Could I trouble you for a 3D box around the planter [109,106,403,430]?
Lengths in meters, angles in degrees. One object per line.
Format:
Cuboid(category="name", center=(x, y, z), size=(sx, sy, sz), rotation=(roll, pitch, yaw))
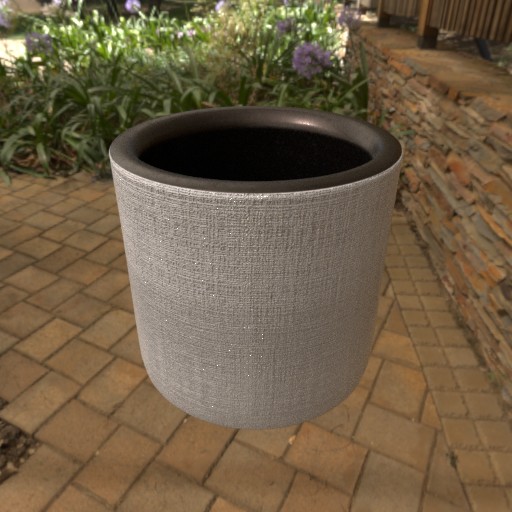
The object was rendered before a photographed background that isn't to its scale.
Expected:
Cuboid(category="planter", center=(0.000, 0.000, 0.285), size=(0.160, 0.156, 0.160), rotation=(0, 31, 0))
